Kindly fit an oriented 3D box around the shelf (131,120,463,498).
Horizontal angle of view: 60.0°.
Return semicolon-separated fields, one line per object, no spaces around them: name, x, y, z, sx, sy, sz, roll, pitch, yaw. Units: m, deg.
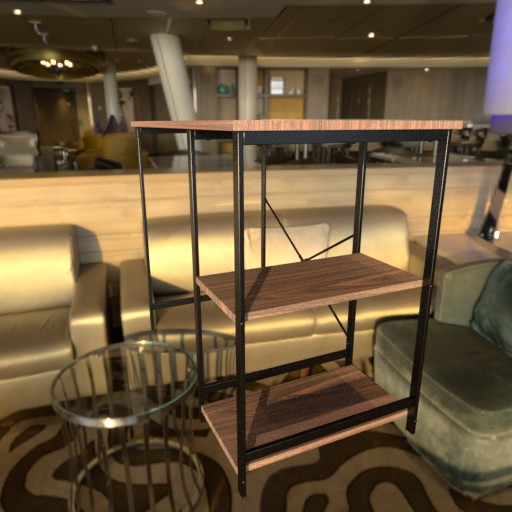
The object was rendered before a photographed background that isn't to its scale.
shelf;0.000;0.000;1.288;0.498;0.750;0.902;-8;18;-24
